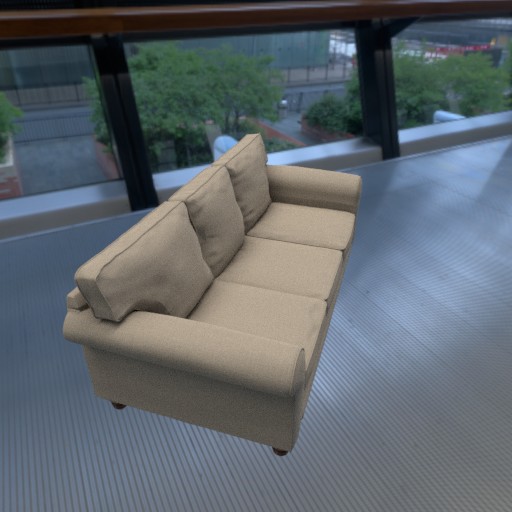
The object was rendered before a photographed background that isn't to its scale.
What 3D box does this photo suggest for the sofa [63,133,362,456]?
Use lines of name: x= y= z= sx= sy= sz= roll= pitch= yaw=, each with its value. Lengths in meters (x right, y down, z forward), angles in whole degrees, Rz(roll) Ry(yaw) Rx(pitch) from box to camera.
sofa: x=0.000 y=0.000 z=2.603 sx=0.998 sy=0.889 sz=2.118 roll=9 pitch=32 yaw=15
